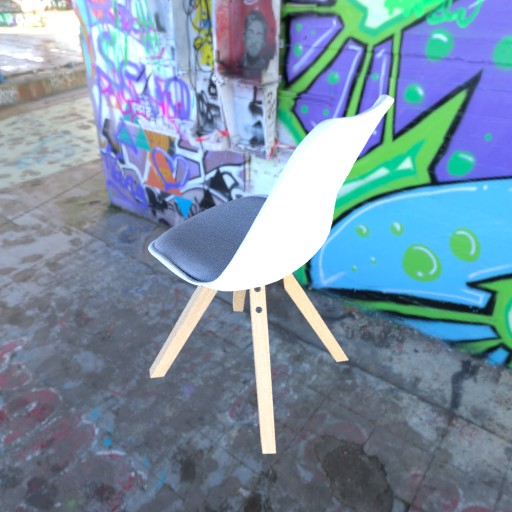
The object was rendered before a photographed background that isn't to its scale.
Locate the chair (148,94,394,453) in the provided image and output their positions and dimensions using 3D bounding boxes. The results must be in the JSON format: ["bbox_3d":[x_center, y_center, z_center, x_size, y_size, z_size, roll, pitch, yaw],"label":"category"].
[{"bbox_3d":[0.000,0.000,1.181,0.550,0.850,0.485,22,38,31],"label":"chair"}]
